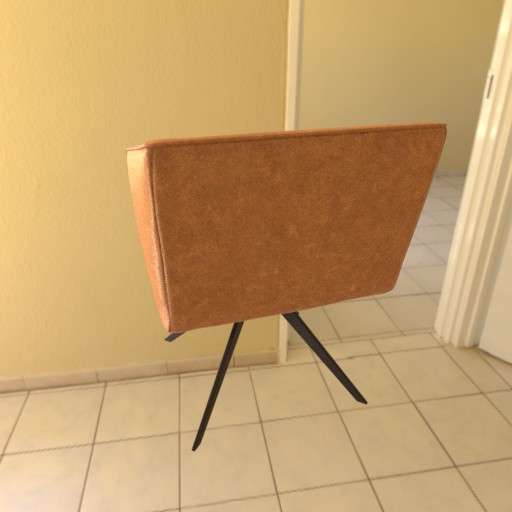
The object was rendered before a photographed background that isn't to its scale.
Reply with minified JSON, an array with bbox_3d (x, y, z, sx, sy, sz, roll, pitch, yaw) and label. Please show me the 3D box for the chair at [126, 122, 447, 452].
[{"bbox_3d":[0.000,0.000,1.184,0.588,0.760,0.625,-9,27,-17],"label":"chair"}]
